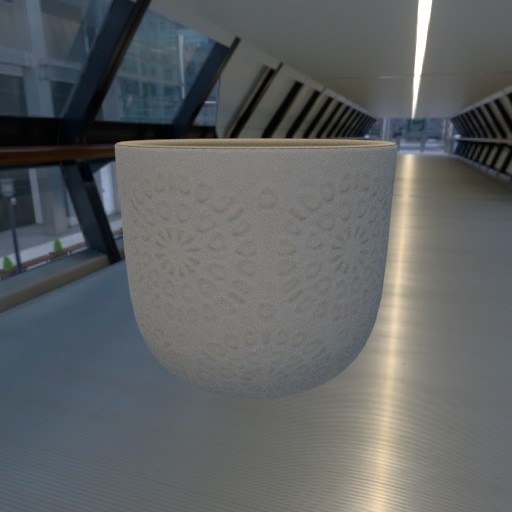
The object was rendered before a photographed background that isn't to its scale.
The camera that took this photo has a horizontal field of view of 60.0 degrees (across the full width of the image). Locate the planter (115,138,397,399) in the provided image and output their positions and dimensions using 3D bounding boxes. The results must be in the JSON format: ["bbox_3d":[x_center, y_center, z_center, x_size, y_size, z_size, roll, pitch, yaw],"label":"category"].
[{"bbox_3d":[0.000,0.000,0.218,0.124,0.109,0.124,0,16,0],"label":"planter"}]
